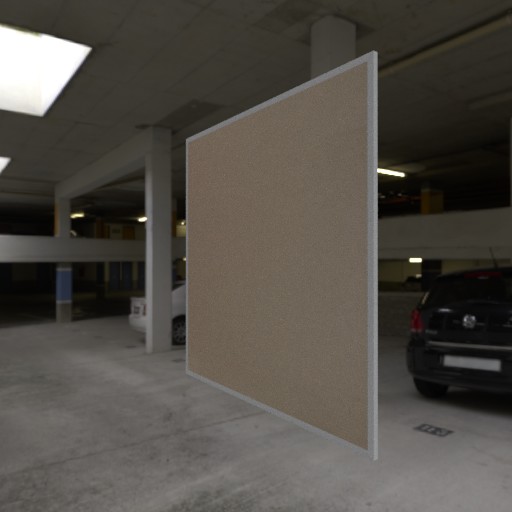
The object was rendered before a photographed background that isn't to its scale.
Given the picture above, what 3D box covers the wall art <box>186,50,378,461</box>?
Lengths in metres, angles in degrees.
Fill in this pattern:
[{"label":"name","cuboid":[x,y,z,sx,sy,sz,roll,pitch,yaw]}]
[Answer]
[{"label":"wall art","cuboid":[0.000,0.000,0.679,0.007,0.456,0.456,0,0,-36]}]
